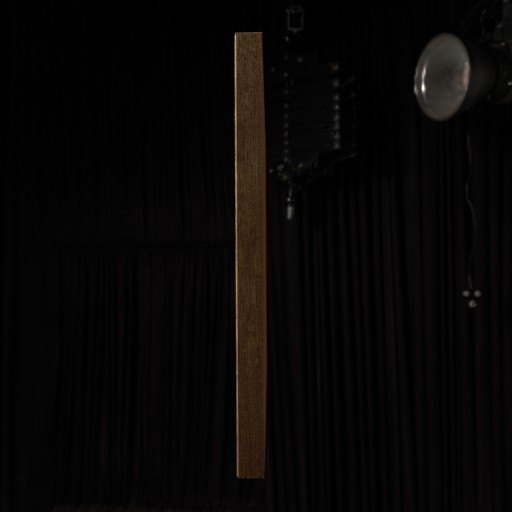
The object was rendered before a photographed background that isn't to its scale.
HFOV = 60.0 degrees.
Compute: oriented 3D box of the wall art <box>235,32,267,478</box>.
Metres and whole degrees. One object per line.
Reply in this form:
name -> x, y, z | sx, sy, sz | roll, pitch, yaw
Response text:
wall art -> 0.000, 0.000, 0.903 | 0.042, 0.608, 0.611 | 0, -1, 1
